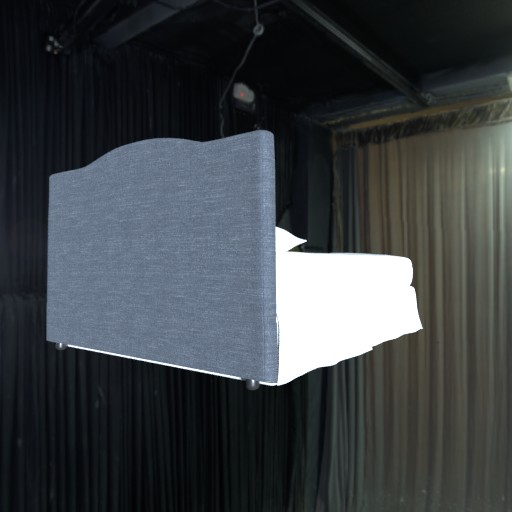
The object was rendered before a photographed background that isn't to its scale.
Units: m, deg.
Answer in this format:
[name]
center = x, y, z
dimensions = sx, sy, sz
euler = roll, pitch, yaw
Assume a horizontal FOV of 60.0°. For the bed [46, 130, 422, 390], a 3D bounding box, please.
[bed]
center = 0.000, 0.000, 3.933
dimensions = 2.161, 1.457, 2.689
euler = -1, -1, 36
